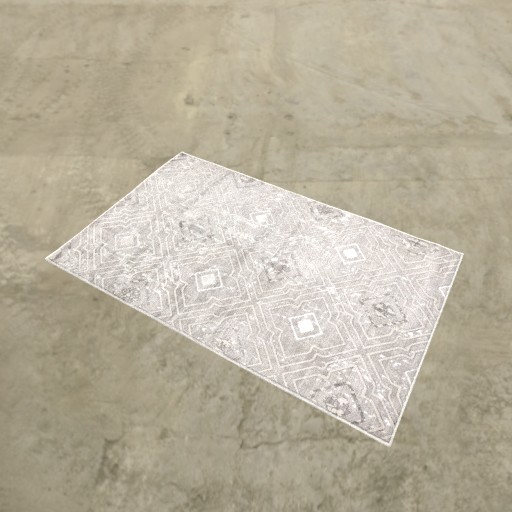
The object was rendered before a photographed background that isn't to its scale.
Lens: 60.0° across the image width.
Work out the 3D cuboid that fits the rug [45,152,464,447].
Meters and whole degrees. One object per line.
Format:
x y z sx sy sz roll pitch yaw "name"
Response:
0.000 0.000 3.049 2.447 0.036 1.537 24 51 21 "rug"
